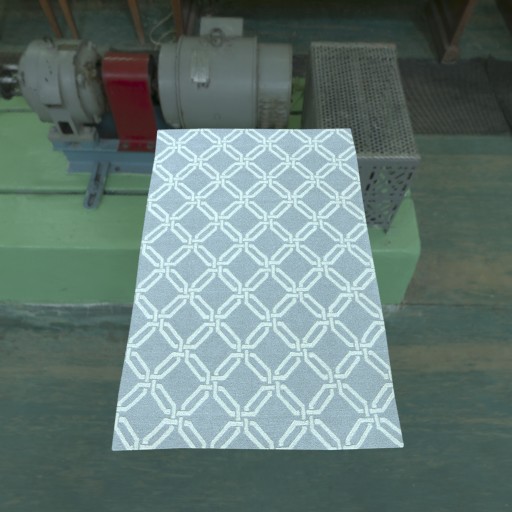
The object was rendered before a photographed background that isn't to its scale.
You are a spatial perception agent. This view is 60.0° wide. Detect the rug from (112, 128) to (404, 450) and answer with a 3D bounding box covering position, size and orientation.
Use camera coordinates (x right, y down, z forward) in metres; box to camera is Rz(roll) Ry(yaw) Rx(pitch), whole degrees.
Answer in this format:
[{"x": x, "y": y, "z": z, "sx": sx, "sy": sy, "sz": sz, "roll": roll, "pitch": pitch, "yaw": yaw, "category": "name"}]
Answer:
[{"x": 0.000, "y": 0.000, "z": 2.167, "sx": 1.148, "sy": 0.010, "sz": 1.754, "roll": -1, "pitch": 59, "yaw": 0, "category": "rug"}]
